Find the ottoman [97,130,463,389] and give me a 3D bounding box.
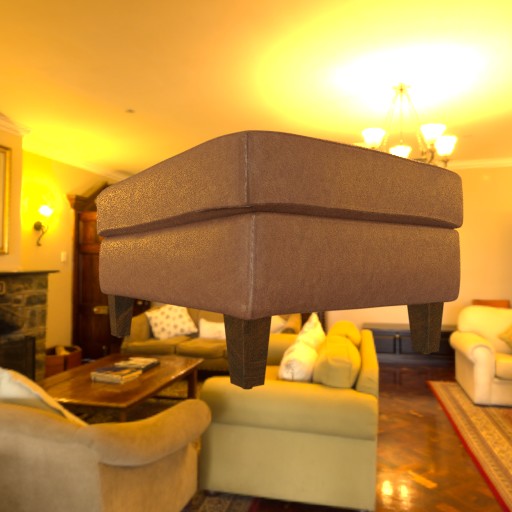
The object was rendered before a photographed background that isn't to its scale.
[{"bbox_3d":[0.000,0.000,1.209,0.650,0.485,0.851,1,-2,-35],"label":"ottoman"}]
